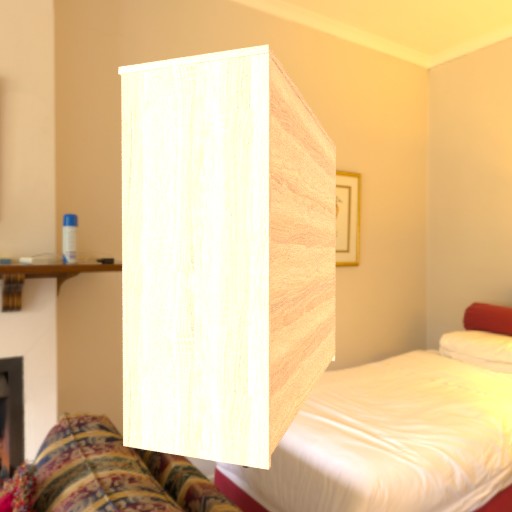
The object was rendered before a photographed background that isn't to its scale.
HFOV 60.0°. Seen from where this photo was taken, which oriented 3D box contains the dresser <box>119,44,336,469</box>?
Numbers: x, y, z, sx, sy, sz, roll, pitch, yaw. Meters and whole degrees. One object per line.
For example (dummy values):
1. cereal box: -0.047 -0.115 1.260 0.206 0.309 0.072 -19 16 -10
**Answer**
1. dresser: 0.000 0.000 1.456 0.380 0.900 0.980 0 1 18
